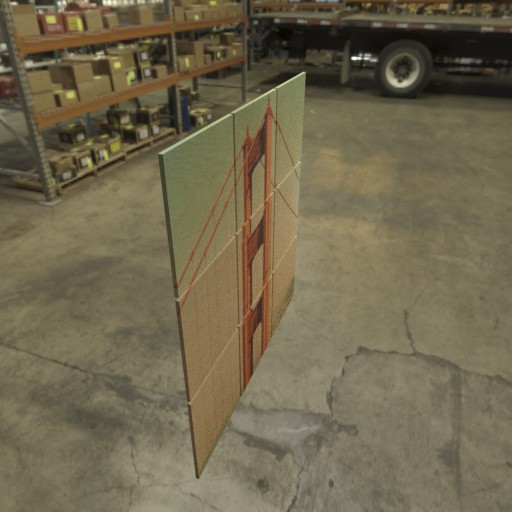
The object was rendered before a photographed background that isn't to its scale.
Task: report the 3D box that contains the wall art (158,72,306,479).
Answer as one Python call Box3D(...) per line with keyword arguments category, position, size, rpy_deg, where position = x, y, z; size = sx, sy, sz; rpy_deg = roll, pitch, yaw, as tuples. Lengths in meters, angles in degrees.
Box3D(category="wall art", position=(0.000, 0.000, 1.793), size=(0.013, 1.219, 1.214), rpy_deg=(11, 33, 18))
